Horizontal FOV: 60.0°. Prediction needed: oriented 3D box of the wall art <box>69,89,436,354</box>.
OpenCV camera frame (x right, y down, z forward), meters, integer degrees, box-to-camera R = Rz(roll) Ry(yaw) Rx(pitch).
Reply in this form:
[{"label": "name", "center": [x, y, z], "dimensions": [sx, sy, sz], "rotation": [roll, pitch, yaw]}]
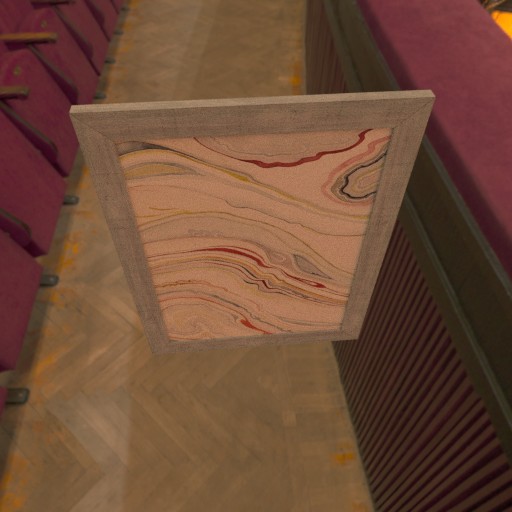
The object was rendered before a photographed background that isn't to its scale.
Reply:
[{"label": "wall art", "center": [0.000, 0.000, 0.814], "dimensions": [0.481, 0.613, 0.020], "rotation": [-4, 48, -3]}]
